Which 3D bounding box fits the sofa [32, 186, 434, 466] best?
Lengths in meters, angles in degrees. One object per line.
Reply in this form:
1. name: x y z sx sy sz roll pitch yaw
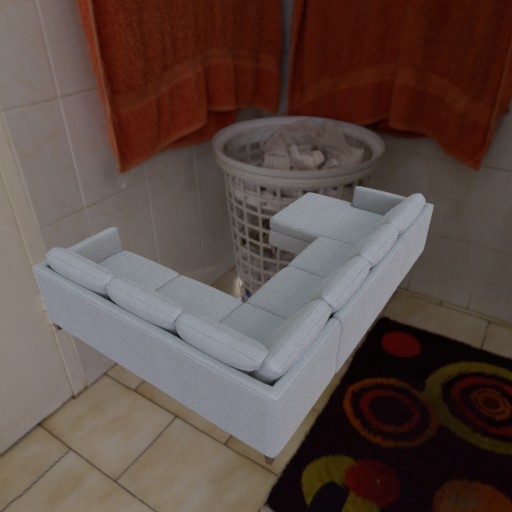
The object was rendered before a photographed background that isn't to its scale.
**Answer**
1. sofa: 0.000 0.000 4.460 2.551 0.853 3.238 21 38 29
